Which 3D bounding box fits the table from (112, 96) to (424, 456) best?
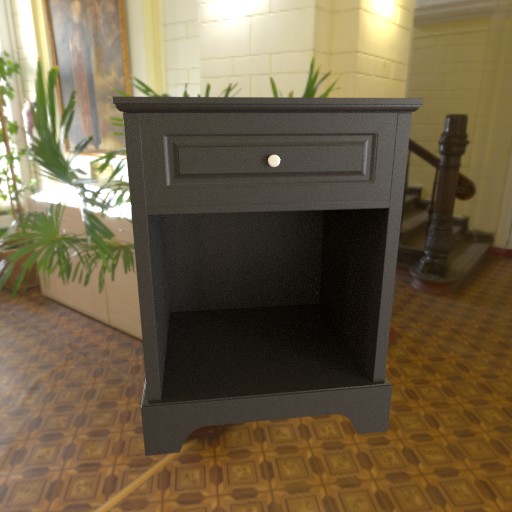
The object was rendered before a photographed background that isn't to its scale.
[{"bbox_3d":[0.000,0.000,0.924,0.460,0.610,0.399,-2,18,-8],"label":"table"}]
